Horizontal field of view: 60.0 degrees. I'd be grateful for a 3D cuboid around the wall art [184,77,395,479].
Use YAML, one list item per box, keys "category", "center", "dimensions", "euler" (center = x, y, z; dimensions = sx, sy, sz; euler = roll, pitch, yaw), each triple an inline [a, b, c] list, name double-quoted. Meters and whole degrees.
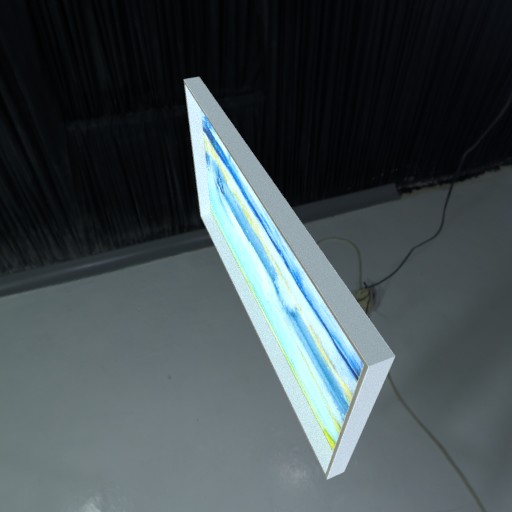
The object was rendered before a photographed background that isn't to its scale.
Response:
- category: "wall art"
  center: [0.000, 0.000, 0.951]
  dimensions: [0.038, 0.431, 0.812]
  euler: [-17, 49, -15]
